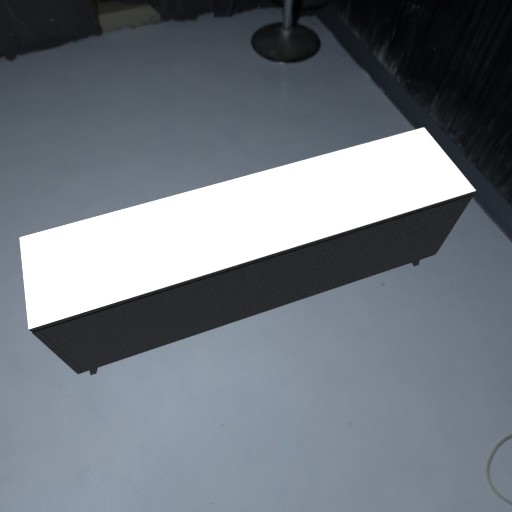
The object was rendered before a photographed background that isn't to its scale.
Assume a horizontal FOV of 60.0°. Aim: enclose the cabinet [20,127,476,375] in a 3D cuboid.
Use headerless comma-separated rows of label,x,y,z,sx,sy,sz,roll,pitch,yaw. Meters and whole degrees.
cabinet,0.000,0.000,2.498,2.198,0.779,0.499,-17,59,-11
